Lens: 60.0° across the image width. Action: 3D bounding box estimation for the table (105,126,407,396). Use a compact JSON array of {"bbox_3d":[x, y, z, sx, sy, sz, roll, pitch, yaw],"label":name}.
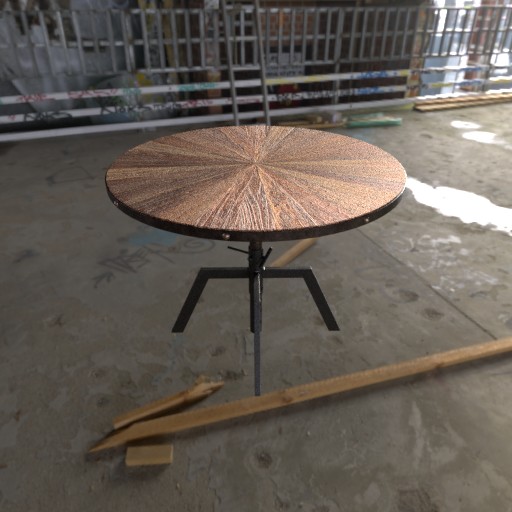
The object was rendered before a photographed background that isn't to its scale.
[{"bbox_3d":[0.000,0.000,1.519,0.885,0.658,0.885,0,31,0],"label":"table"}]
